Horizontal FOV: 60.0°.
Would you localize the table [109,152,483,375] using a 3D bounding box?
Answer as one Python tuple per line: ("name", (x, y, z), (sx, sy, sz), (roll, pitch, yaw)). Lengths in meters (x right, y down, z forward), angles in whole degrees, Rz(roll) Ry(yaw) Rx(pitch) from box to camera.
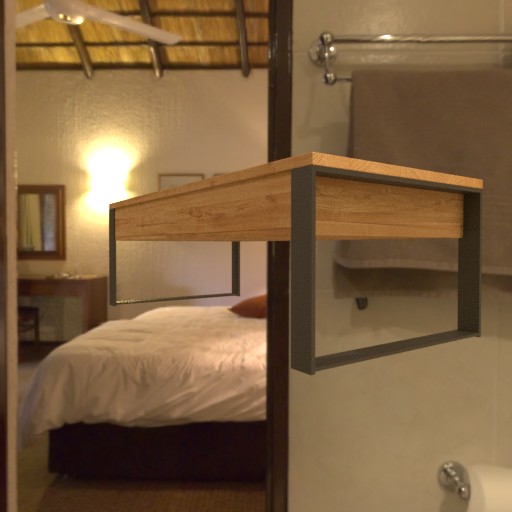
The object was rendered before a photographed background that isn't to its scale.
("table", (0.000, 0.000, 1.442), (0.590, 0.400, 1.180), (-1, 2, -35))
